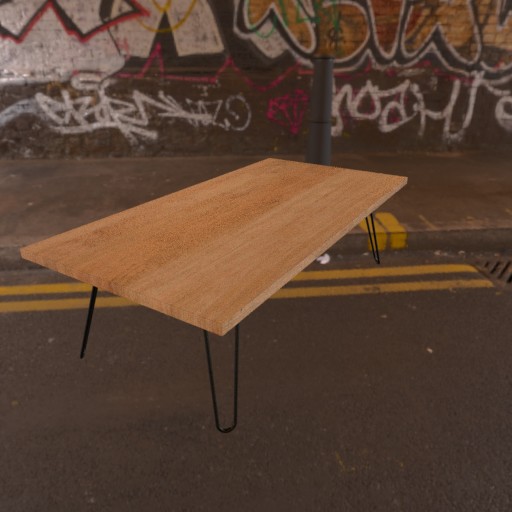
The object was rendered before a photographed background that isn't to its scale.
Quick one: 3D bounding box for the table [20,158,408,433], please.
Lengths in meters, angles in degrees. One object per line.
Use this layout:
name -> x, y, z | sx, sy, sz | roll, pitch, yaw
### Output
table -> 0.000, 0.000, 1.660 | 0.699, 0.400, 1.348 | 15, 29, 29
